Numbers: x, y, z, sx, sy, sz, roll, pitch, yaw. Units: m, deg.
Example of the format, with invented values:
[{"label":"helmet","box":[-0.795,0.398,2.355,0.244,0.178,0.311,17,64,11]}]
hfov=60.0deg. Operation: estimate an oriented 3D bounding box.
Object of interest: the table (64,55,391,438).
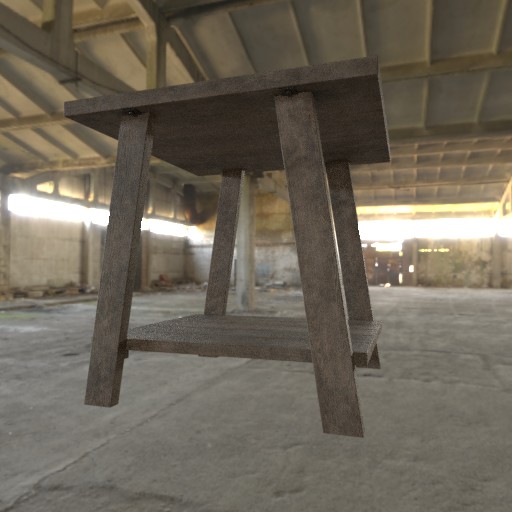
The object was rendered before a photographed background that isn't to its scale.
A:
[{"label":"table","box":[0.000,0.000,1.073,0.610,0.610,0.610,-1,-2,19]}]
